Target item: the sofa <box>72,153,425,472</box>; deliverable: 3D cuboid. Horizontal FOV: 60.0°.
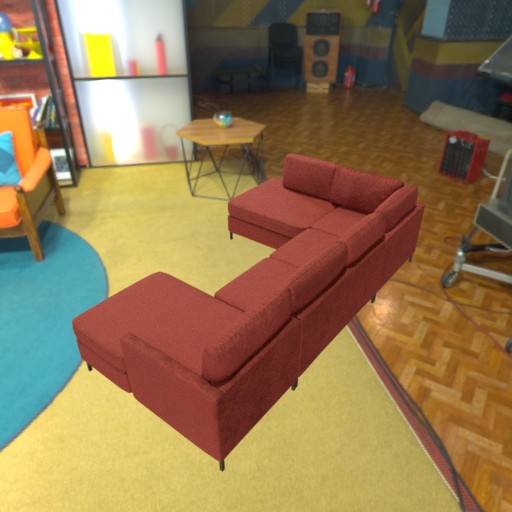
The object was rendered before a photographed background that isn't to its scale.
[{"bbox_3d":[0.000,0.000,4.353,2.055,0.992,3.434,22,38,32],"label":"sofa"}]
